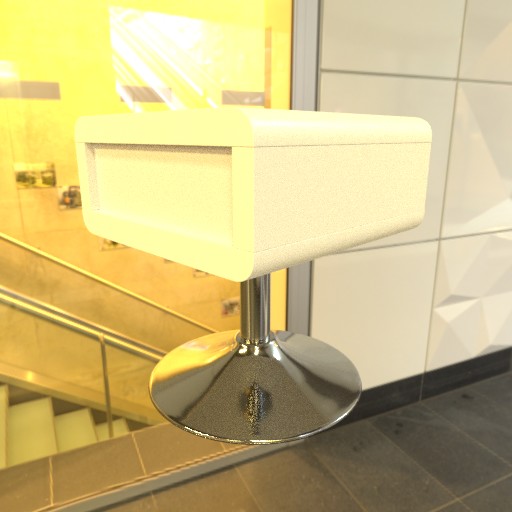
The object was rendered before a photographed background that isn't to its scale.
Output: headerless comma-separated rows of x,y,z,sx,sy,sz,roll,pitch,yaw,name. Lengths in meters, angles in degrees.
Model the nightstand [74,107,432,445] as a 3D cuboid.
0.000,0.000,0.745,0.404,0.447,0.399,-15,21,-43,nightstand
